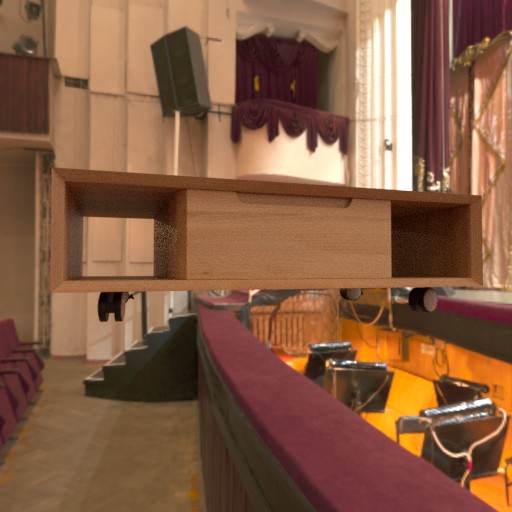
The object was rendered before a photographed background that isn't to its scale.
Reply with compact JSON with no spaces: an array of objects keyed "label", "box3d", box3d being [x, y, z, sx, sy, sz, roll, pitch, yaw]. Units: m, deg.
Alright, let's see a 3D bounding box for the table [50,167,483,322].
[{"label":"table","box3d":[0.000,0.000,1.397,1.100,0.330,0.700,1,-2,-18]}]
